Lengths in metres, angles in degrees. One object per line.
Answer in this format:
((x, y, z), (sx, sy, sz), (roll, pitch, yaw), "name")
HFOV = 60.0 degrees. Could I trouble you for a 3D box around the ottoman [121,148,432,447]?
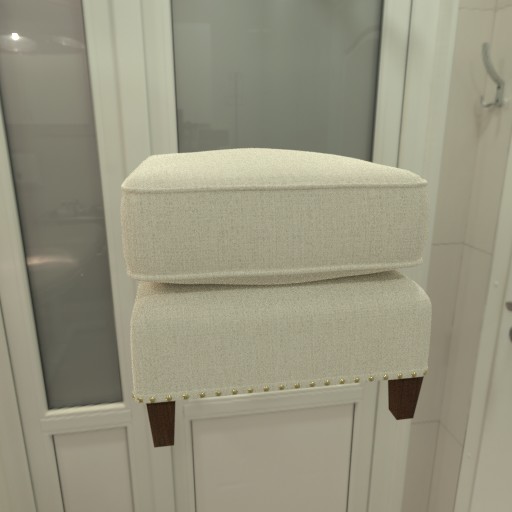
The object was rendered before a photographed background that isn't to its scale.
((0.000, 0.000, 1.135), (0.589, 0.537, 0.738), (-3, 17, -9), "ottoman")
